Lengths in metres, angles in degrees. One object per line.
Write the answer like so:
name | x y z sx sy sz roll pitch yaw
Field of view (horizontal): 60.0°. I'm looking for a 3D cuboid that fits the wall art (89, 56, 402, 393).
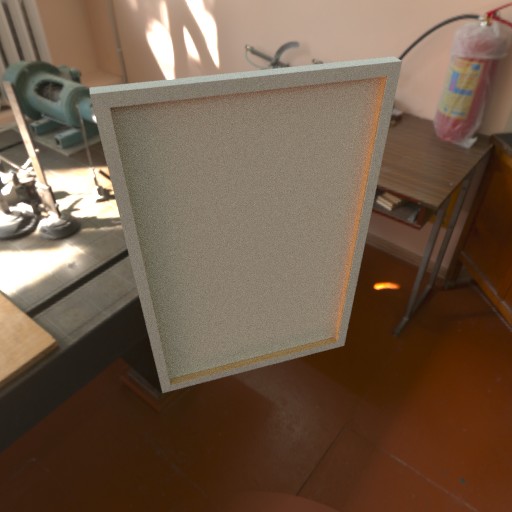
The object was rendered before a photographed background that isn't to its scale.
wall art | 0.000 0.000 1.137 0.607 0.912 0.038 -11 42 -13
